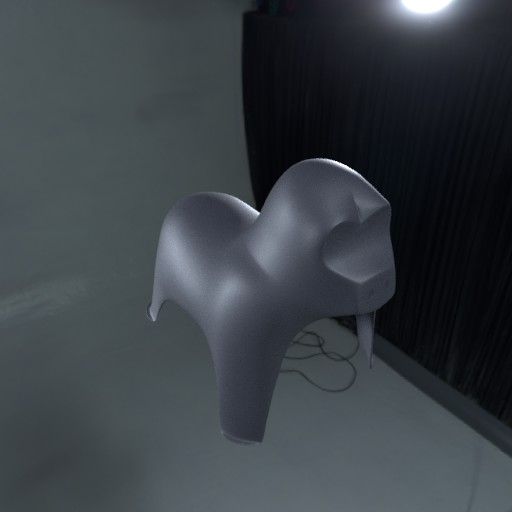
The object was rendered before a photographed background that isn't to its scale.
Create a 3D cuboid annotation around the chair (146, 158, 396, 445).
[{"bbox_3d":[0.000,0.000,1.127,0.490,0.600,0.758,-21,37,-31],"label":"chair"}]
